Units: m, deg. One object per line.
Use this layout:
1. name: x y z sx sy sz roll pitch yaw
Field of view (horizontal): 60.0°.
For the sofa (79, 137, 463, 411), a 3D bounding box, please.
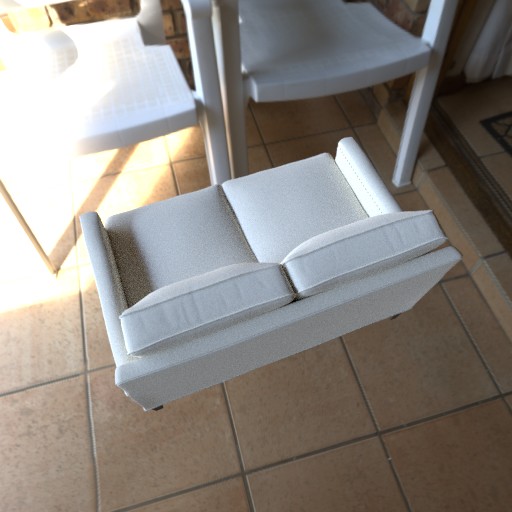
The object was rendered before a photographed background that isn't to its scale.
1. sofa: 0.000 0.000 2.301 1.597 1.003 1.084 -18 60 -11
